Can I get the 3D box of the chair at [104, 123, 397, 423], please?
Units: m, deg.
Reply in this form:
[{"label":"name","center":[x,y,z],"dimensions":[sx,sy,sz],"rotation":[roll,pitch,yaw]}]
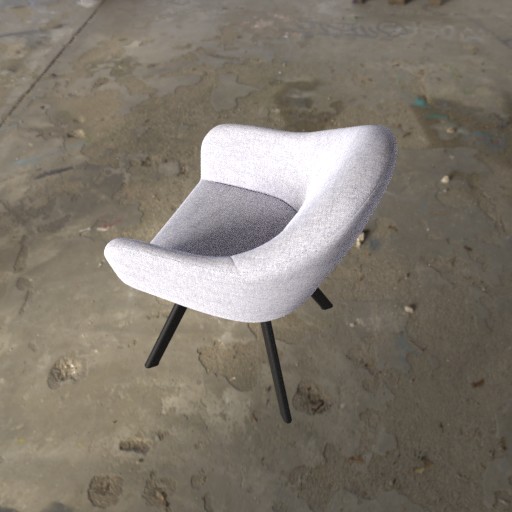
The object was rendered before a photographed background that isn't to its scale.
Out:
[{"label":"chair","center":[0.000,0.000,1.174],"dimensions":[0.570,0.780,0.540],"rotation":[16,49,15]}]
